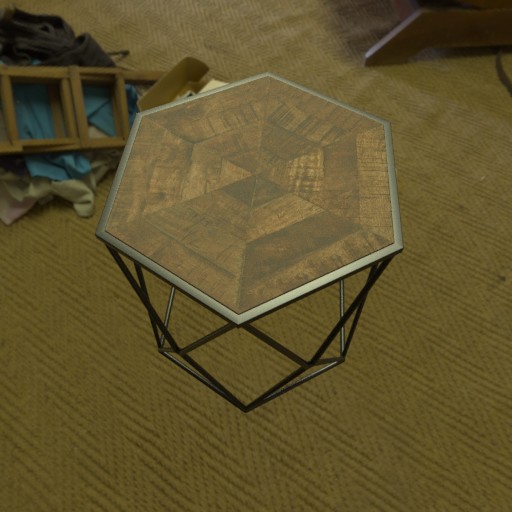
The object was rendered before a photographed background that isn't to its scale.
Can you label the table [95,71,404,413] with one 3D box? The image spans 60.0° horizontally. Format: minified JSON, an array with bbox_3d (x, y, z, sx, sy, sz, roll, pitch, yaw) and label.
[{"bbox_3d":[0.000,0.000,1.040,0.578,0.564,0.579,30,62,17],"label":"table"}]
